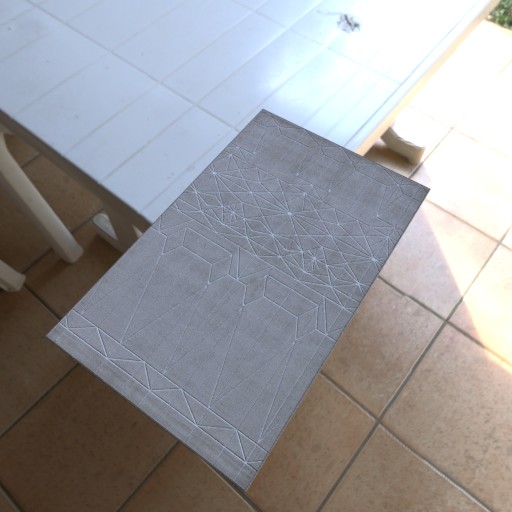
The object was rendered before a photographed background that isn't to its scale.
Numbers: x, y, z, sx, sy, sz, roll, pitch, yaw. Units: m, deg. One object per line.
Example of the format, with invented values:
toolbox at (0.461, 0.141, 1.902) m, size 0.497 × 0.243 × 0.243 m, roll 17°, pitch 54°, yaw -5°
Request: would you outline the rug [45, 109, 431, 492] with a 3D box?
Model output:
rug at (0.000, 0.000, 3.047) m, size 1.524 × 0.012 × 2.438 m, roll 31°, pitch 65°, yaw 16°
